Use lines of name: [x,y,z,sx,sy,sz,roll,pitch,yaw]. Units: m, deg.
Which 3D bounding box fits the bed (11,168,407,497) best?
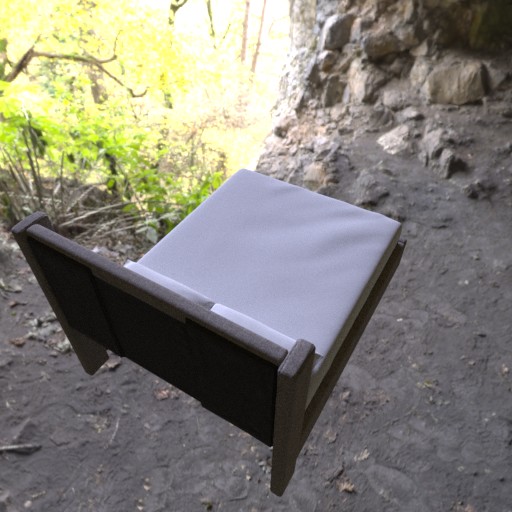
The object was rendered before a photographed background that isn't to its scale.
bed: [0.000,0.000,3.228,1.714,1.476,2.245,23,50,21]
